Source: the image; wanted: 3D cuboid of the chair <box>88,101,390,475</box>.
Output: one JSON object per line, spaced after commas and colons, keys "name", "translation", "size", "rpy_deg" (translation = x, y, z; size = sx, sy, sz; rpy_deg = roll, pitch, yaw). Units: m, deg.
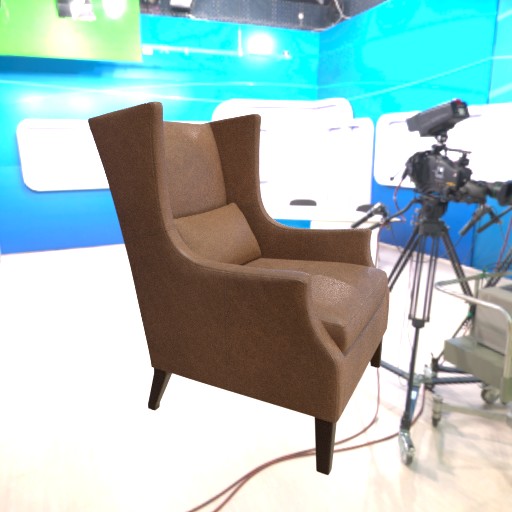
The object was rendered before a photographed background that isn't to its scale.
{"name": "chair", "translation": [0.000, 0.000, 1.702], "size": [0.913, 1.088, 0.815], "rpy_deg": [7, 16, 26]}
